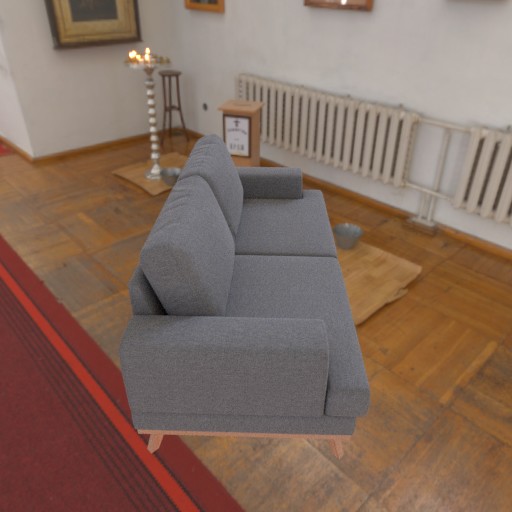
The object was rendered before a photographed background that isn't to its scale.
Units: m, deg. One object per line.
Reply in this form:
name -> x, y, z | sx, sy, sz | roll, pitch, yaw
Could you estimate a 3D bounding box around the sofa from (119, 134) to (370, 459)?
sofa -> 0.000, 0.000, 2.075 | 0.785, 0.810, 1.650 | 1, 31, 2
